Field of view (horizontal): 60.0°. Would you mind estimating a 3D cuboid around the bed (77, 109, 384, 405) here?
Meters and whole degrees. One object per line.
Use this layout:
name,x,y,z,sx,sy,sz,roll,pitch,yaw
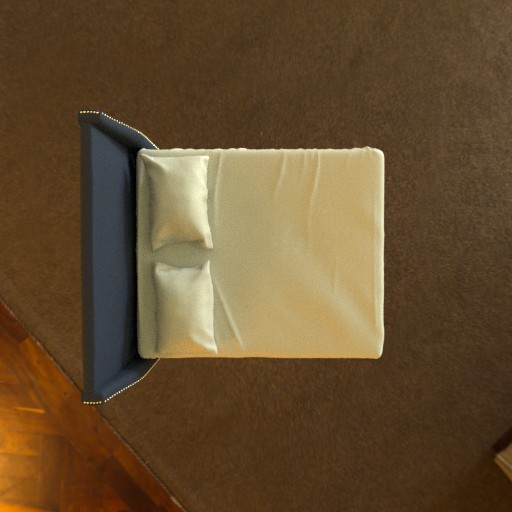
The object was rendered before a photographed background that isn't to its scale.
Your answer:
bed,0.000,0.000,3.475,2.276,1.332,1.925,0,92,0
